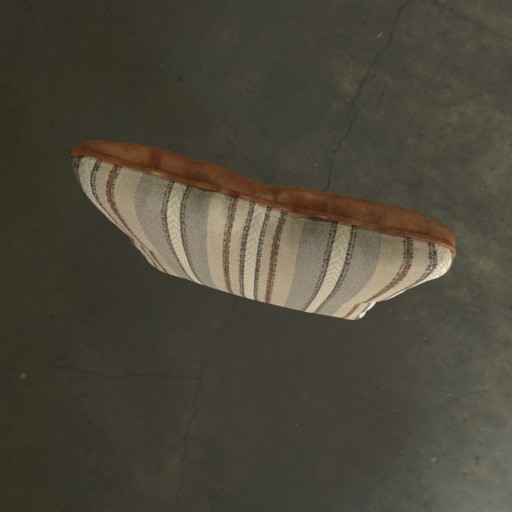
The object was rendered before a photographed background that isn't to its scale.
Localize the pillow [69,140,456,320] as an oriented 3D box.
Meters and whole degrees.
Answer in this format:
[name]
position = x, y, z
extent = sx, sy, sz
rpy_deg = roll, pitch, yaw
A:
[pillow]
position = 0.000, 0.000, 0.744
extent = 0.489, 0.490, 0.130
rpy_deg = 15, 76, 4
